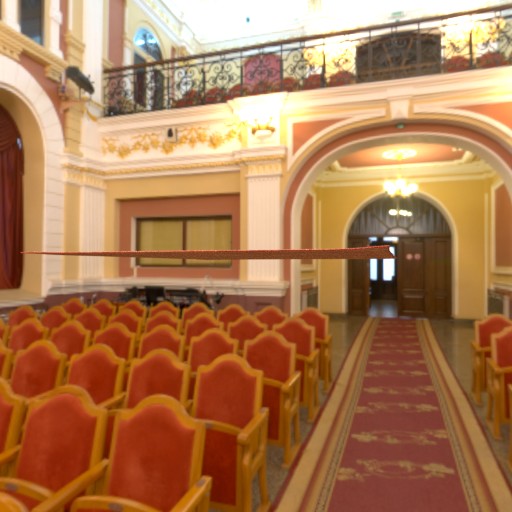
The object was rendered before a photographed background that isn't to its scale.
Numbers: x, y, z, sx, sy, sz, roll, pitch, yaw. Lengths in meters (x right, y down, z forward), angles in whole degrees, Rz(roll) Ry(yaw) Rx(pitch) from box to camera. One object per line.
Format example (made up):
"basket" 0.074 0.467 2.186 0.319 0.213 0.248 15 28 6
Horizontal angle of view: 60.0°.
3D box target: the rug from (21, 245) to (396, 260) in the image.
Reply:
"rug" 0.000 0.000 4.180 2.489 0.030 3.086 0 -1 18
